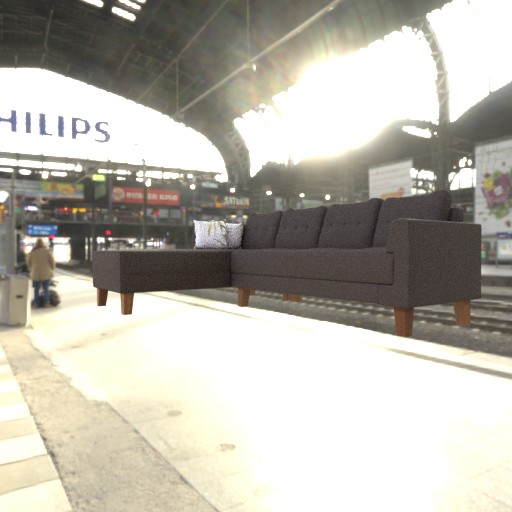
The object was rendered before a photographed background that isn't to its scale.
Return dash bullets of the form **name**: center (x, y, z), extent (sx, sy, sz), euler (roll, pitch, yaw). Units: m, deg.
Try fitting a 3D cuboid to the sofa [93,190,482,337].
- **sofa**: center (0.000, 0.000, 3.533), extent (1.829, 0.932, 2.679), euler (0, 1, -36)
